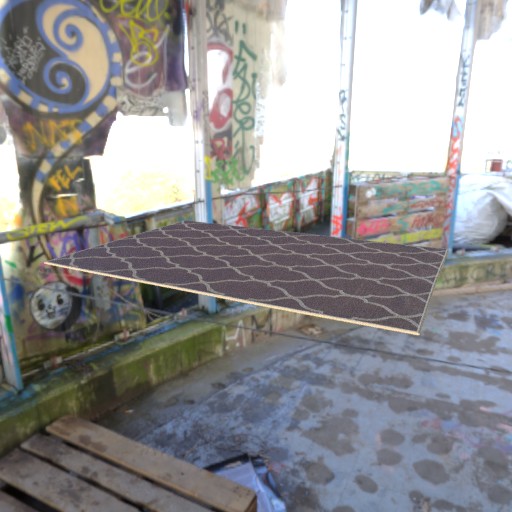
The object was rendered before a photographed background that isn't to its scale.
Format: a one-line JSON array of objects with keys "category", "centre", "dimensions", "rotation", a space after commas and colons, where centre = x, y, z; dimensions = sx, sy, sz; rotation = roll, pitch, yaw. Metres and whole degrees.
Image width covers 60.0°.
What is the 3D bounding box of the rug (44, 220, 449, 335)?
[{"category": "rug", "centre": [0.000, 0.000, 2.989], "dimensions": [2.294, 0.014, 1.528], "rotation": [8, 18, 26]}]
